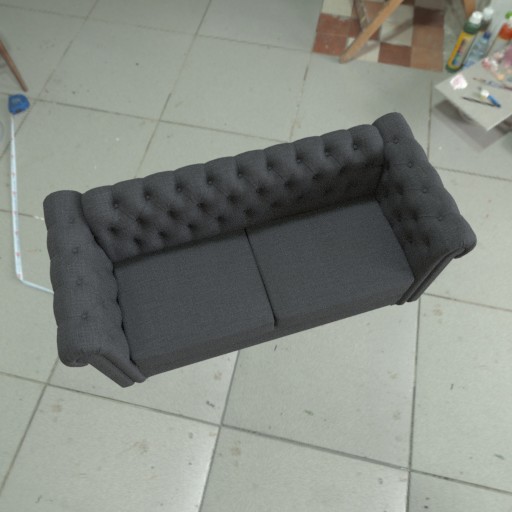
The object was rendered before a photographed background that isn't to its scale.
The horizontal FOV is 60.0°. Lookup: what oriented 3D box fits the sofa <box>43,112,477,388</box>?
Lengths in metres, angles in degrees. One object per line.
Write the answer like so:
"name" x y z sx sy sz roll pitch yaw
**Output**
"sofa" 0.000 0.000 2.246 1.798 0.797 0.783 -15 64 -8
